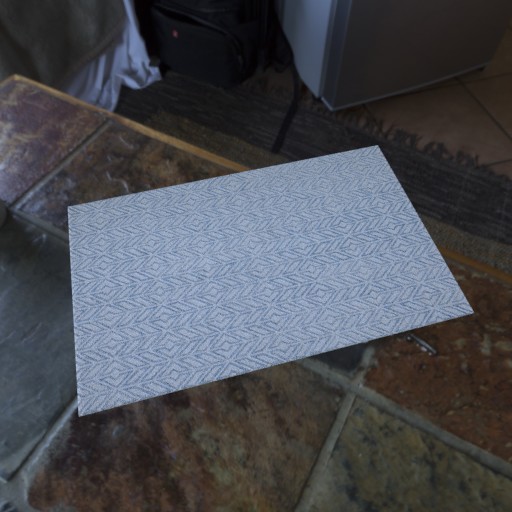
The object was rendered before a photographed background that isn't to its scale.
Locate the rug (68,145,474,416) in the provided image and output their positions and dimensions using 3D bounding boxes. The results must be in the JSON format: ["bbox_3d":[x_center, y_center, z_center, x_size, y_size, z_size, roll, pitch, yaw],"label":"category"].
[{"bbox_3d":[0.000,0.000,3.019,2.441,0.008,1.526,-13,59,-8],"label":"rug"}]
